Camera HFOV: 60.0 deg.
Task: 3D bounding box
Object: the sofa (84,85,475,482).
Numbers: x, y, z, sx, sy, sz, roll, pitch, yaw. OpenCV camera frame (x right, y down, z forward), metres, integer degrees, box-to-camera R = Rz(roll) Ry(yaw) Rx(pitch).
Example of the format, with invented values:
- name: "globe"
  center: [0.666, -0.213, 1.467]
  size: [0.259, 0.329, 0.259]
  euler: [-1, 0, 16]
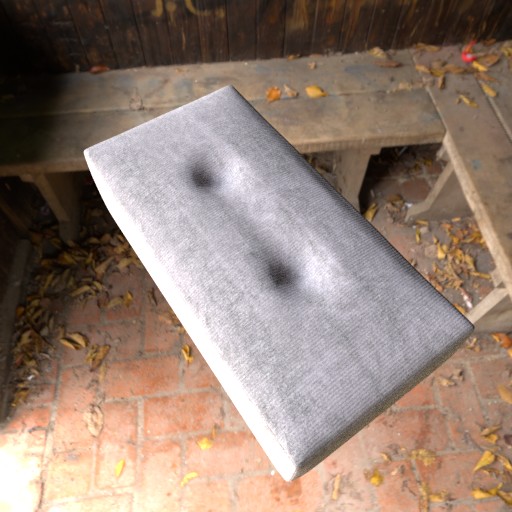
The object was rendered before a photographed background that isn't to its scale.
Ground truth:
- name: "sofa"
  center: [0.000, 0.000, 1.124]
  size: [0.480, 0.330, 0.930]
  euler: [-31, 64, -17]
